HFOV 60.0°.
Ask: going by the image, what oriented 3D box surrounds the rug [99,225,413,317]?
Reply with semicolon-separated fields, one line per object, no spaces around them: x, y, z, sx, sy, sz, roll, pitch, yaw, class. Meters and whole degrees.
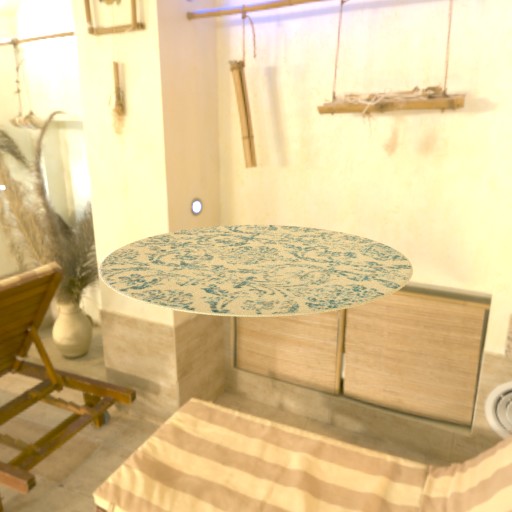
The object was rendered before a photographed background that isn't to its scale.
0.000;0.000;2.374;1.593;0.012;1.593;0;16;0;rug
